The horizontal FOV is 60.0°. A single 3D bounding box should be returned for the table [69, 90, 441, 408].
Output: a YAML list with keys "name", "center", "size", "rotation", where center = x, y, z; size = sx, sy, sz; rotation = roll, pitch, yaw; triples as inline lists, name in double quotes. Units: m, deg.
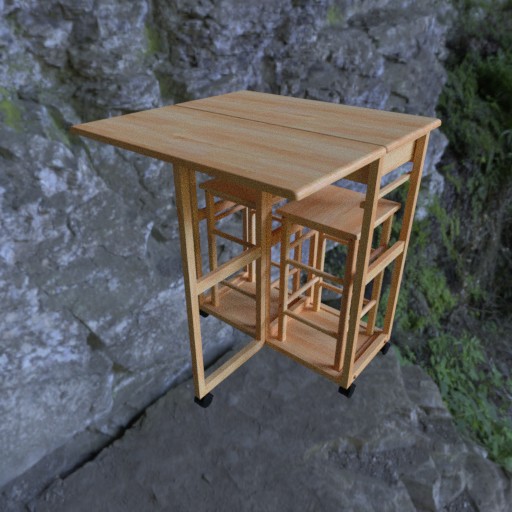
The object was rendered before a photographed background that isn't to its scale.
- name: "table"
  center: [0.000, 0.000, 1.395]
  size: [0.752, 0.832, 0.693]
  rotation: [22, 37, 33]
